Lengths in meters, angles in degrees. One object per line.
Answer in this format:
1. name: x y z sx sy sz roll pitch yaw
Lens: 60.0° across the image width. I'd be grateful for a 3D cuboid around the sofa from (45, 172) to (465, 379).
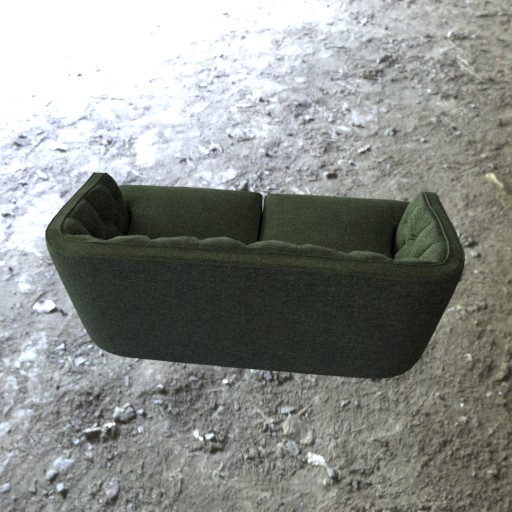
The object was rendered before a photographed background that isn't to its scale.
1. sofa: 0.000 0.000 2.217 1.733 0.855 0.941 4 46 4
